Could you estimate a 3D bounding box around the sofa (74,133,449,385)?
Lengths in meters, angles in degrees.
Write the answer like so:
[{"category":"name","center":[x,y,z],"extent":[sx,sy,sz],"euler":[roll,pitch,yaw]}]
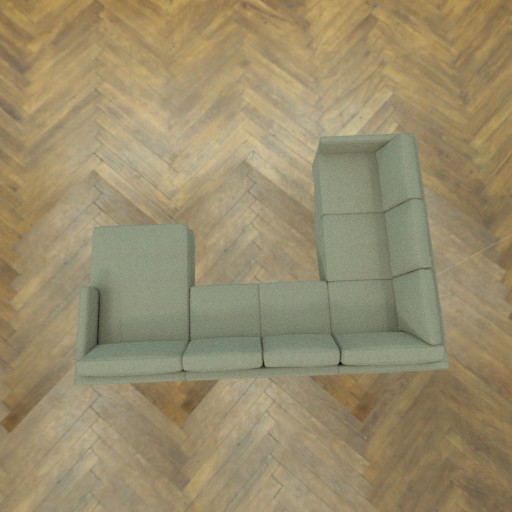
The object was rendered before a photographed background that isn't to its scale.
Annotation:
[{"category":"sofa","center":[0.000,0.000,4.576],"extent":[3.460,0.882,2.427],"euler":[-2,75,-1]}]
